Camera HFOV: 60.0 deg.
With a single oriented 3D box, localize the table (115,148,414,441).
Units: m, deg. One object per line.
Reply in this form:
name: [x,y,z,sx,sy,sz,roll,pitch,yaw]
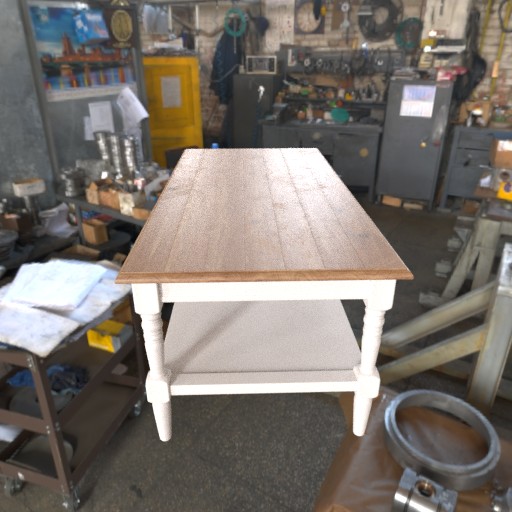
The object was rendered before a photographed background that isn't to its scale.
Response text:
table: [0.000,0.000,1.423,0.559,0.458,1.118,-1,25,-2]
